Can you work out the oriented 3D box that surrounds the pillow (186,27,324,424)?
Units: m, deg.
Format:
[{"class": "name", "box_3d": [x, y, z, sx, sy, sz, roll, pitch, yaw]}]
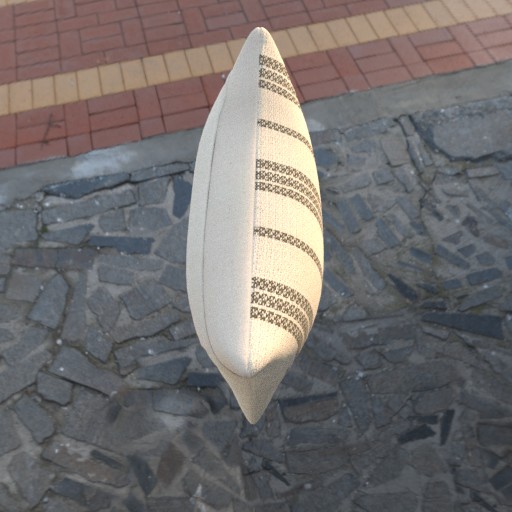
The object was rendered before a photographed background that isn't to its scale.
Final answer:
[{"class": "pillow", "box_3d": [0.000, 0.000, 0.612, 0.173, 0.406, 0.405, 1, 65, 1]}]
